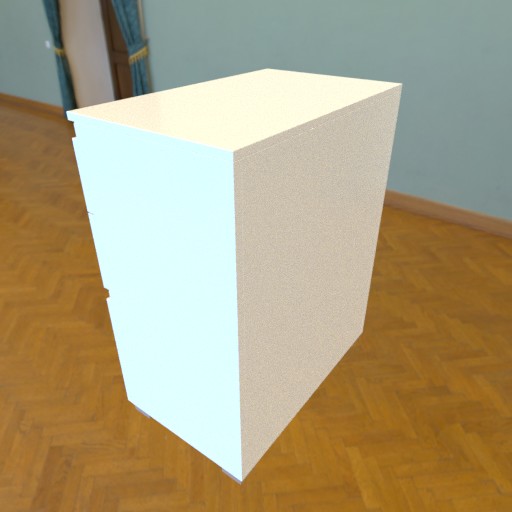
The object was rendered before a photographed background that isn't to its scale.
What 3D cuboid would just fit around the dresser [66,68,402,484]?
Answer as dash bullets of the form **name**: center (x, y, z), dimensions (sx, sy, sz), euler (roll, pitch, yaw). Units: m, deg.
- **dresser**: center (0.000, 0.000, 1.154), dimensions (0.400, 0.800, 0.650), euler (21, 37, 31)
